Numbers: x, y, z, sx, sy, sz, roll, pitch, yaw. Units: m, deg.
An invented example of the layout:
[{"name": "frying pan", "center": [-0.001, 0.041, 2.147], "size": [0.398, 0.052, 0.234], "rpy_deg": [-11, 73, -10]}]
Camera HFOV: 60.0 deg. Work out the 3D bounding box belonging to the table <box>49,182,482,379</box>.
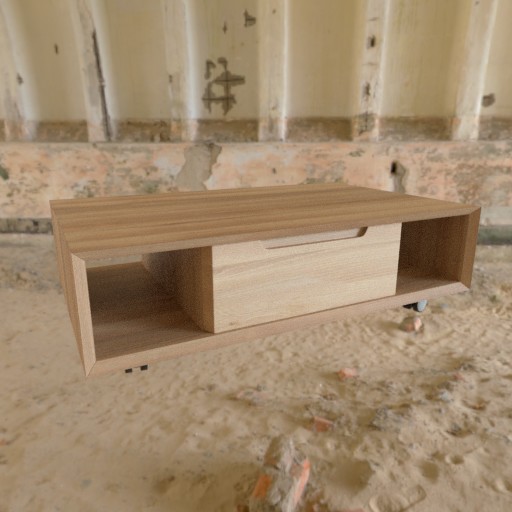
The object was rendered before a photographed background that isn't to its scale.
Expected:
[{"name": "table", "center": [0.000, 0.000, 1.378], "size": [1.100, 0.330, 0.700], "rpy_deg": [-8, 18, -26]}]
